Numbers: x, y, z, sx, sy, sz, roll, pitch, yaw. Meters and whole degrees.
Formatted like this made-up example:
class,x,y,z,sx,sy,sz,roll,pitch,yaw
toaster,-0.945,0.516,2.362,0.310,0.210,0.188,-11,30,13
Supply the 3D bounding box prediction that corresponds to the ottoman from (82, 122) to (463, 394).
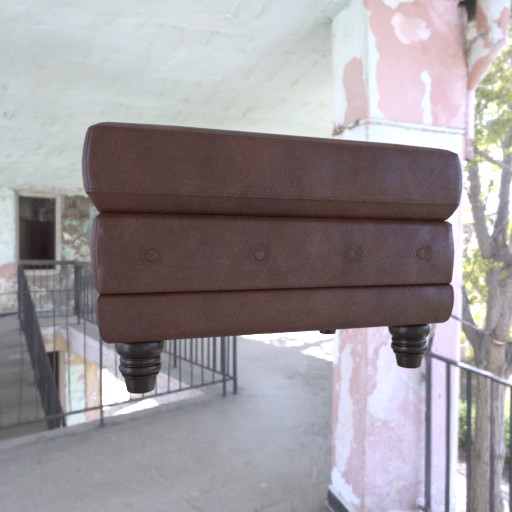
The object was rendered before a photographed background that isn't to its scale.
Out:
class,x,y,z,sx,sy,sz,roll,pitch,yaw
ottoman,0.000,0.000,1.140,0.795,0.509,0.588,0,1,-17
